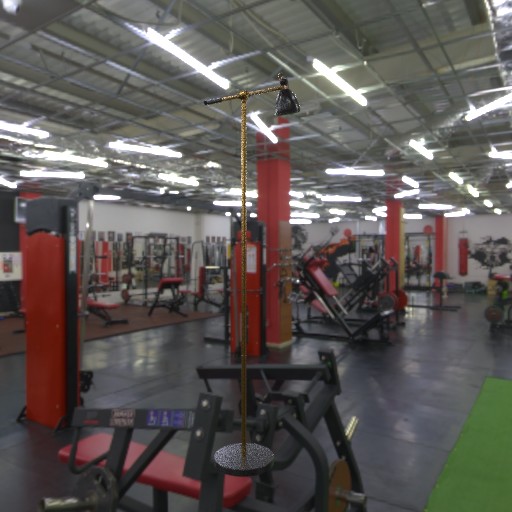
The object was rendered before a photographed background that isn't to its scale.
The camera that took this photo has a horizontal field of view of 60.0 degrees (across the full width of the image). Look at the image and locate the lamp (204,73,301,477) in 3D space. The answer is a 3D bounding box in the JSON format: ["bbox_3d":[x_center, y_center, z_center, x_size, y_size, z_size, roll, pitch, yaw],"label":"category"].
[{"bbox_3d":[0.000,0.000,1.816,0.235,1.628,0.618,0,0,36],"label":"lamp"}]
